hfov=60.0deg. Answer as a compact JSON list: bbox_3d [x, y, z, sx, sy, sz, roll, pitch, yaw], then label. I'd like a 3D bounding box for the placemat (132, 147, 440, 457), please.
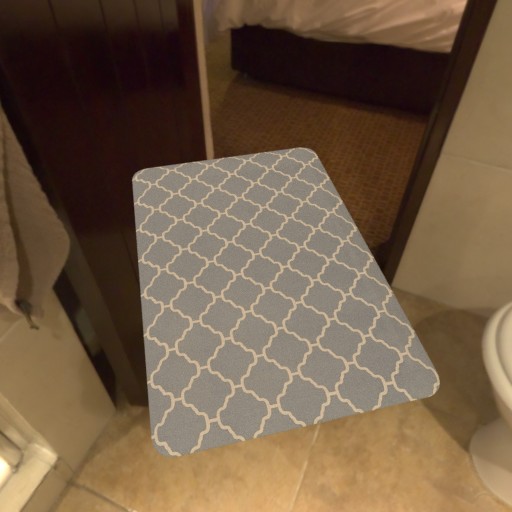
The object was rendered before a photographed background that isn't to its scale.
[{"bbox_3d":[0.000,0.000,0.975,0.508,0.021,0.762,-10,49,-9],"label":"placemat"}]
